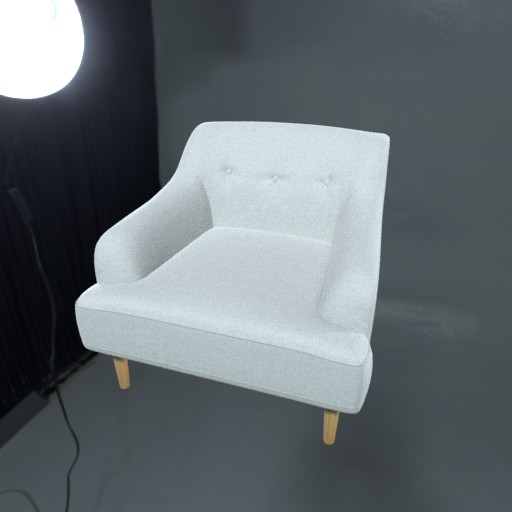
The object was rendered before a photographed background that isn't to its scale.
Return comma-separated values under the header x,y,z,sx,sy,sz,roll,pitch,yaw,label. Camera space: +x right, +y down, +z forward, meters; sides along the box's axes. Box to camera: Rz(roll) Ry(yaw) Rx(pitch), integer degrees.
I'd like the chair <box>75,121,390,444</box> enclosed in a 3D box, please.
x,y,z,sx,sy,sz,roll,pitch,yaw,label
0.000,0.000,1.653,0.946,0.818,0.951,9,28,17,chair
